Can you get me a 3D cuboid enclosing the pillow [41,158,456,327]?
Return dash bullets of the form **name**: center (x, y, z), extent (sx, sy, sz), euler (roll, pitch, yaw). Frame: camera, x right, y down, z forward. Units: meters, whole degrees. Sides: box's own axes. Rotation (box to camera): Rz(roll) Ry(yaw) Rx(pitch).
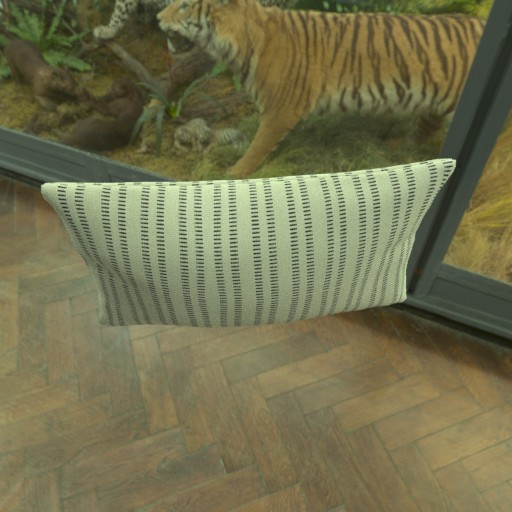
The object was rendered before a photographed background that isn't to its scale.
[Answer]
- **pillow**: center (0.000, 0.000, 0.788), extent (0.640, 0.353, 0.210), euler (-4, 47, -4)
